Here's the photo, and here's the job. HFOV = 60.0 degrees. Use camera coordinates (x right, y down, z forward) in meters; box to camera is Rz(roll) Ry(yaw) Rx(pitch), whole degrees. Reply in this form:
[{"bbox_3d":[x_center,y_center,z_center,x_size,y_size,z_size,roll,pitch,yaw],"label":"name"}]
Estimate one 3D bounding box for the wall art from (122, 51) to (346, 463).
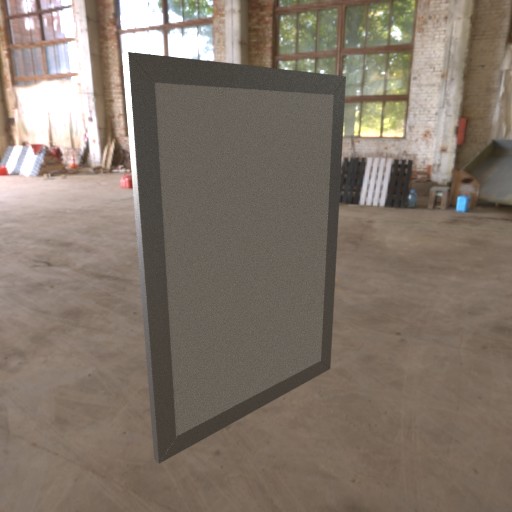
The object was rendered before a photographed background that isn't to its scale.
[{"bbox_3d":[0.000,0.000,0.669,0.376,0.529,0.013,-14,22,-40],"label":"wall art"}]
